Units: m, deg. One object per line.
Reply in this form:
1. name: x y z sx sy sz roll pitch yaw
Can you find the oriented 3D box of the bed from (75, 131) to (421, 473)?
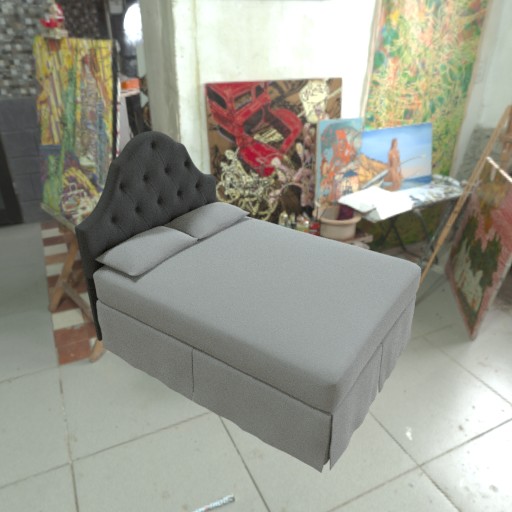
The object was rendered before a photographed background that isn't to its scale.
1. bed: 0.000 0.000 3.333 2.155 1.575 1.636 18 33 30
